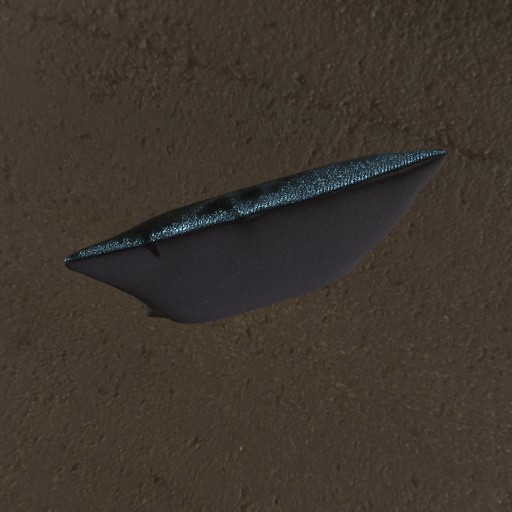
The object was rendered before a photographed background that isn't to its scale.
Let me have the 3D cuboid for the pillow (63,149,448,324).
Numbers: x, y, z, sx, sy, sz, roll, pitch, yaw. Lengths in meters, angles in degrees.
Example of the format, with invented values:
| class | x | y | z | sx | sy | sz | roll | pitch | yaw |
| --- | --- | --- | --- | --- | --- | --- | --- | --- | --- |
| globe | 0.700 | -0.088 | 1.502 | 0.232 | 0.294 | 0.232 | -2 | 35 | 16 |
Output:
| class | x | y | z | sx | sy | sz | roll | pitch | yaw |
| --- | --- | --- | --- | --- | --- | --- | --- | --- | --- |
| pillow | 0.000 | 0.000 | 0.659 | 0.436 | 0.430 | 0.138 | -17 | 76 | -4 |
